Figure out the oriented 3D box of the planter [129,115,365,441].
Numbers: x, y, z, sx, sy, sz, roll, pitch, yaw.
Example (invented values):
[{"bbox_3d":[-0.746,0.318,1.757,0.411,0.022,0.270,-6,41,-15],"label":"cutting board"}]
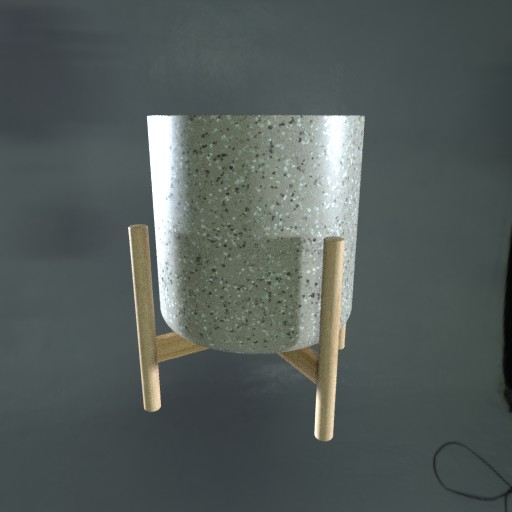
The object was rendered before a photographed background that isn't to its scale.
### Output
[{"bbox_3d":[0.000,0.000,0.696,0.360,0.419,0.360,-2,17,-8],"label":"planter"}]
